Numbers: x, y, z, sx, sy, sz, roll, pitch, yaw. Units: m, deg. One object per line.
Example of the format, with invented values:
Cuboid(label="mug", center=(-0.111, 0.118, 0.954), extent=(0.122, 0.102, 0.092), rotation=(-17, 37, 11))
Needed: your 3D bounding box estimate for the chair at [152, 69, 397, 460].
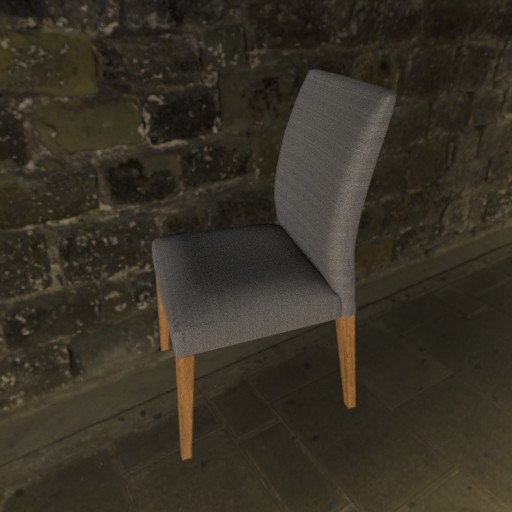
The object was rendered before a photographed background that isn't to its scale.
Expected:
Cuboid(label="chair", center=(0.000, 0.000, 1.281), extent=(0.585, 0.940, 0.496), rotation=(-9, 31, -15))
